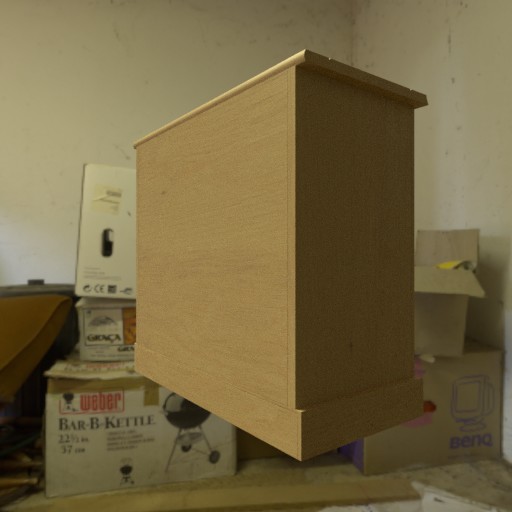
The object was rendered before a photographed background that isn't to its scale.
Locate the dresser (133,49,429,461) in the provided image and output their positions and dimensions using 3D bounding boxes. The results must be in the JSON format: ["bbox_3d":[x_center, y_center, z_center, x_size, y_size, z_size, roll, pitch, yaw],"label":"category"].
[{"bbox_3d":[0.000,0.000,1.390,0.440,0.835,0.915,0,0,-37],"label":"dresser"}]
